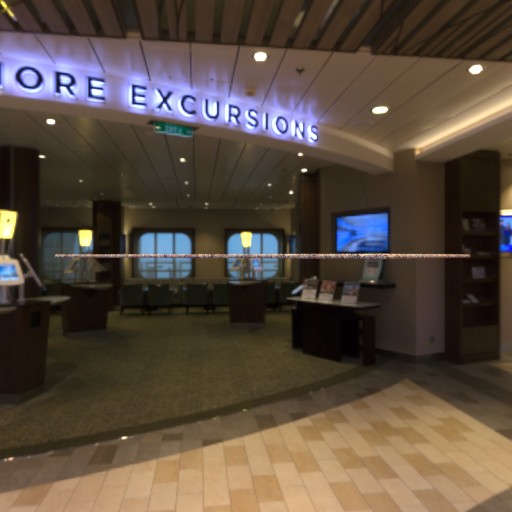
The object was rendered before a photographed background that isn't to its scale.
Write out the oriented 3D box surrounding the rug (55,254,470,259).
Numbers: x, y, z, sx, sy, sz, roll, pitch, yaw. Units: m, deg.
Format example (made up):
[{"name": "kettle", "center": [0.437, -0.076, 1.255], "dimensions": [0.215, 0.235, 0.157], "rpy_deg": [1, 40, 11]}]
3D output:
[{"name": "rug", "center": [0.000, 0.000, 2.219], "dimensions": [1.761, 0.014, 1.143], "rpy_deg": [0, 0, 36]}]
